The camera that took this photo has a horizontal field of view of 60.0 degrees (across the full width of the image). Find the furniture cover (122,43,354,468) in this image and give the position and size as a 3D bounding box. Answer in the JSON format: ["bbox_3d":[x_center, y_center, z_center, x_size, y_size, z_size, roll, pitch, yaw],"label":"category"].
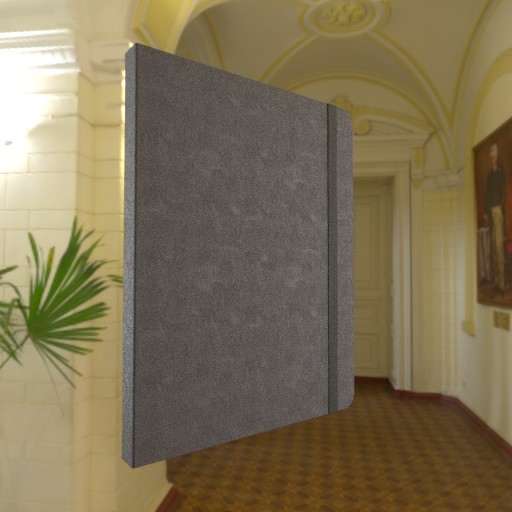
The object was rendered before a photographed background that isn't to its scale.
[{"bbox_3d":[0.000,0.000,0.364,0.216,0.281,0.023,1,-2,-37],"label":"furniture cover"}]
